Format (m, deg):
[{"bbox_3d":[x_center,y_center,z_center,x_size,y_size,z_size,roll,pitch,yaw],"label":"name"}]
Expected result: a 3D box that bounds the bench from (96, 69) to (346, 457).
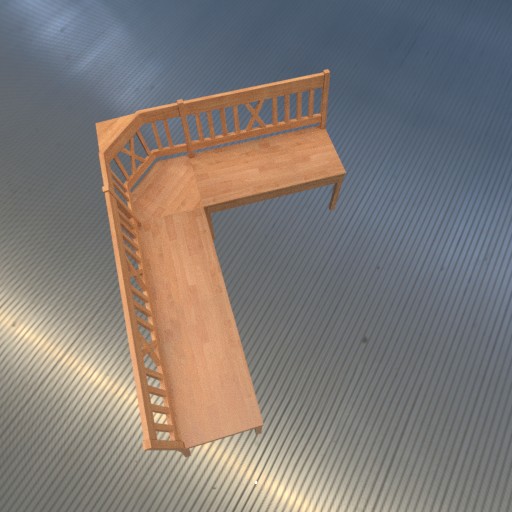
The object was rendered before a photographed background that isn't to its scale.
[{"bbox_3d":[0.000,0.000,2.775,1.537,0.902,1.937,-14,64,-7],"label":"bench"}]
